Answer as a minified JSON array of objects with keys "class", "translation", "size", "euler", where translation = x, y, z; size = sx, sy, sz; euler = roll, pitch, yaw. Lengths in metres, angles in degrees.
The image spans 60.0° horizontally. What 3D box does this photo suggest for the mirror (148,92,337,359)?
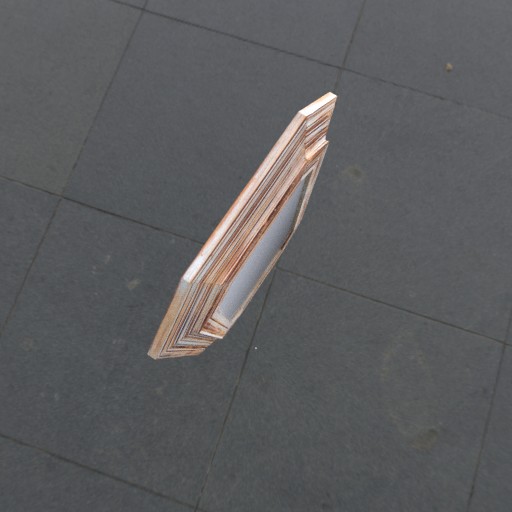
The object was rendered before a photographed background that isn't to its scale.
[{"class":"mirror","translation":[0.000,0.000,1.310],"size":[0.061,1.015,0.709],"euler":[33,80,6]}]
